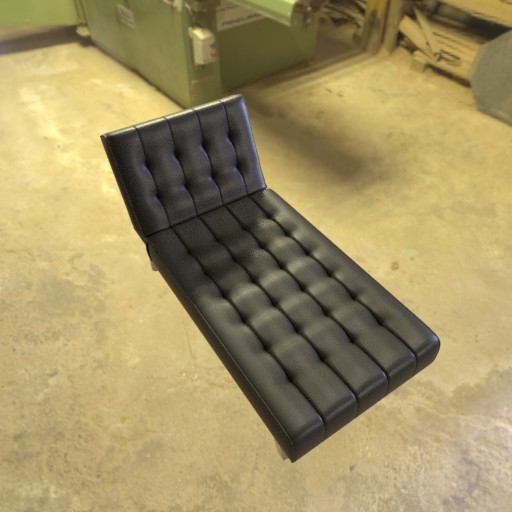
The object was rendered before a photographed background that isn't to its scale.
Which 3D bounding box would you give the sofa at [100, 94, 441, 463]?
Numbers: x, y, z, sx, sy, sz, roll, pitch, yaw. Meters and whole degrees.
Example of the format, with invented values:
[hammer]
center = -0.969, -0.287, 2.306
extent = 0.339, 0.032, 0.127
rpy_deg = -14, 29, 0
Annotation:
[sofa]
center = 0.000, 0.000, 2.023
extent = 0.760, 0.820, 1.560
rpy_deg = -25, 51, -23
